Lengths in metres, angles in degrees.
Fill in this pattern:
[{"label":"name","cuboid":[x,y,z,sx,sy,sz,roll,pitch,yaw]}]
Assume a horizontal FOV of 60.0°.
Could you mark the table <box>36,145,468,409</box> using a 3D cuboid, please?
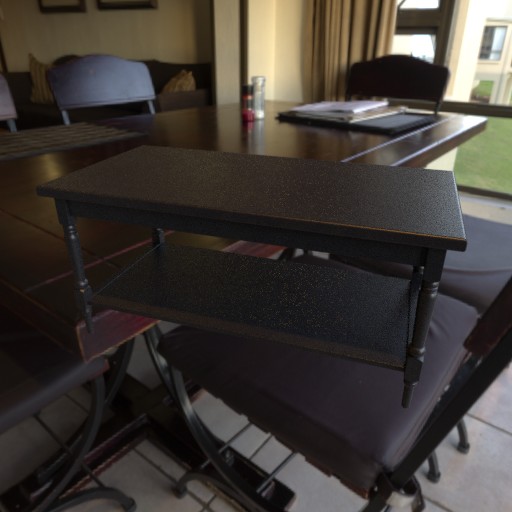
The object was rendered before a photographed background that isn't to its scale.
[{"label":"table","cuboid":[0.000,0.000,1.412,1.107,0.510,0.550,9,28,17]}]
